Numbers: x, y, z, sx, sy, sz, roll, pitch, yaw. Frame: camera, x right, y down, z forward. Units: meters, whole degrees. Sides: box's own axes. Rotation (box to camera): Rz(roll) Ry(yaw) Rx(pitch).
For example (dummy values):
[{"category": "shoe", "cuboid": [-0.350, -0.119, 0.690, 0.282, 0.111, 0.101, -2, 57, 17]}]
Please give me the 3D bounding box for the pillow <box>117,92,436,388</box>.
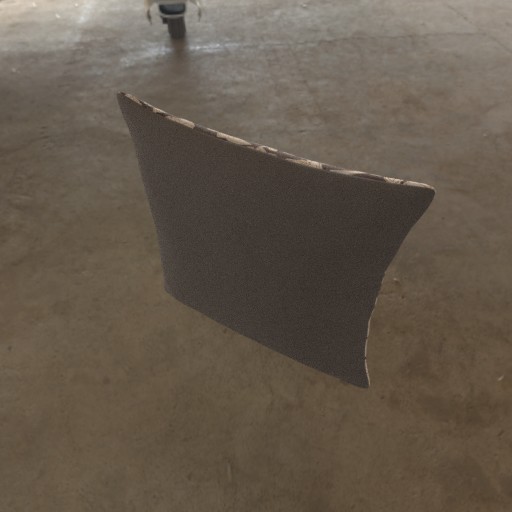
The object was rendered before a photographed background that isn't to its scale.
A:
[{"category": "pillow", "cuboid": [0.000, 0.000, 0.817, 0.526, 0.507, 0.166, 23, 49, 21]}]
